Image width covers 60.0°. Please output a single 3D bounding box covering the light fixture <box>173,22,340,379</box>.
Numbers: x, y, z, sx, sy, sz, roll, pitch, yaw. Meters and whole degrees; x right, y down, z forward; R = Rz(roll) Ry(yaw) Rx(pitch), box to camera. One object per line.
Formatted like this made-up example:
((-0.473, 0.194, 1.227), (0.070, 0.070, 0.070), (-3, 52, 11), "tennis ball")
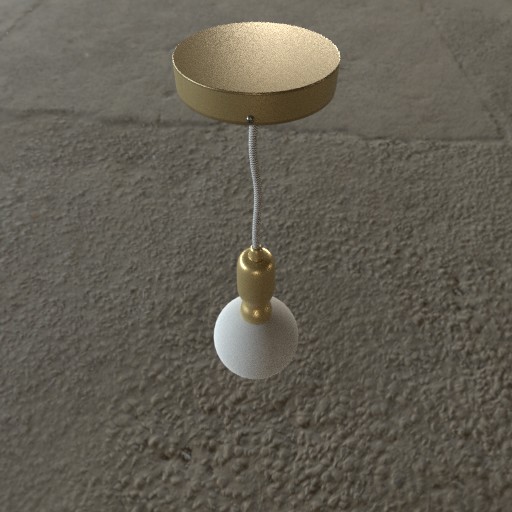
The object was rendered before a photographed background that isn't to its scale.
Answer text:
((0.000, 0.000, 0.567), (0.147, 0.510, 0.146), (3, 47, 3), "light fixture")
